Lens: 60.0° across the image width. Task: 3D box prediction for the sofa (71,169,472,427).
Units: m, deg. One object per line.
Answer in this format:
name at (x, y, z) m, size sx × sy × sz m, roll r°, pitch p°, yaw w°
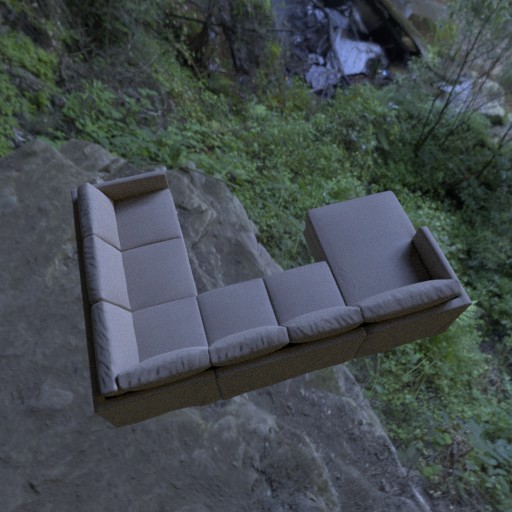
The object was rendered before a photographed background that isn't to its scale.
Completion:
sofa at (0.000, 0.000, 4.648) m, size 3.528 × 0.878 × 2.476 m, roll -14°, pitch 61°, yaw -8°
